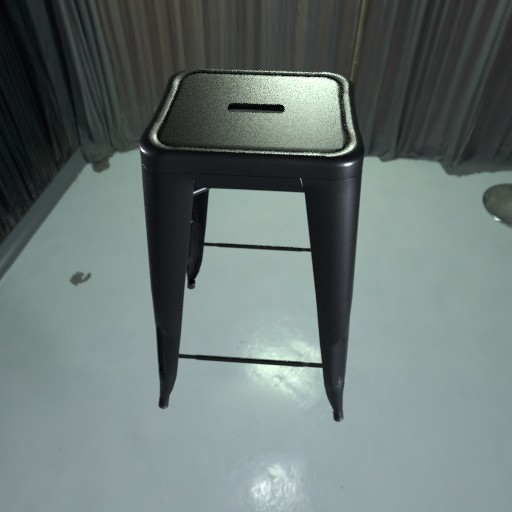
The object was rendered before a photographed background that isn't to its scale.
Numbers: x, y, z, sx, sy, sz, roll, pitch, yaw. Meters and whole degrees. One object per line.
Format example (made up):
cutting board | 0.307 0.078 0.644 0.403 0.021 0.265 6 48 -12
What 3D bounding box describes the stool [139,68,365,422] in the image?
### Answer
stool | 0.000 0.000 0.847 0.399 0.609 0.359 3 46 3
